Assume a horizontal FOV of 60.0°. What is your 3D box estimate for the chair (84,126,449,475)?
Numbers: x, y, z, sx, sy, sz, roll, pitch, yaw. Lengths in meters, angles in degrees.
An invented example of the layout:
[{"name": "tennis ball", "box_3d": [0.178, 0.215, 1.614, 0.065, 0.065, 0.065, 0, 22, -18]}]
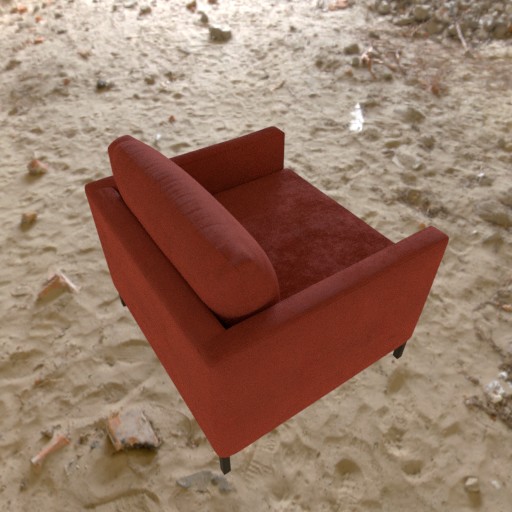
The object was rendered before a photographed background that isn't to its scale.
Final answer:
[{"name": "chair", "box_3d": [0.000, 0.000, 1.619, 0.875, 0.812, 0.964, -24, 47, -25]}]
